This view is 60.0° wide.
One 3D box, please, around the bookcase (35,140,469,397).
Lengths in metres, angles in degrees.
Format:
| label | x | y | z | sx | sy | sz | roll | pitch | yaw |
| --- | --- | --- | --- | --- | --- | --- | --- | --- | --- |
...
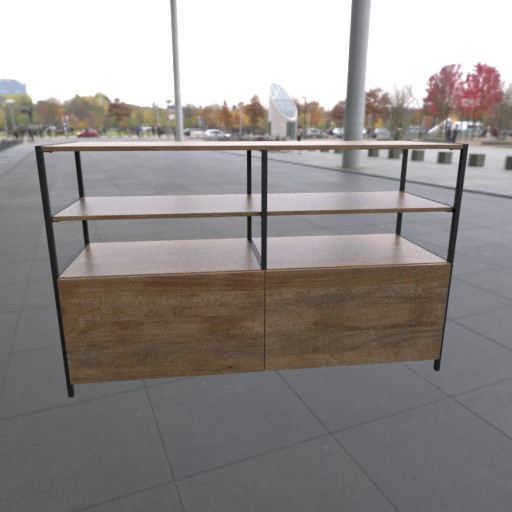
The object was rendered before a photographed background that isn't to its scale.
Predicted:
| label | x | y | z | sx | sy | sz | roll | pitch | yaw |
| --- | --- | --- | --- | --- | --- | --- | --- | --- | --- |
| bookcase | 0.000 | 0.000 | 1.436 | 1.149 | 0.712 | 0.391 | -2 | 16 | -7 |
